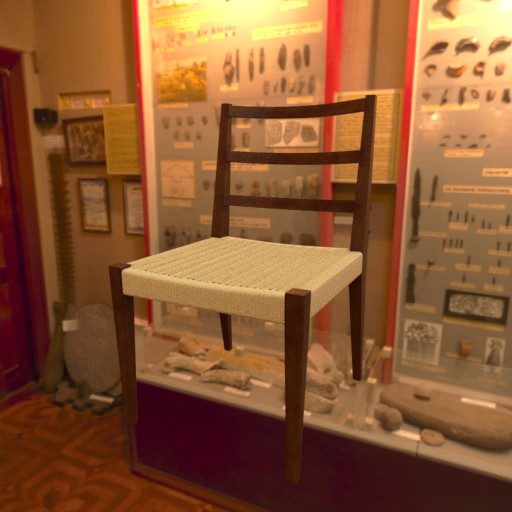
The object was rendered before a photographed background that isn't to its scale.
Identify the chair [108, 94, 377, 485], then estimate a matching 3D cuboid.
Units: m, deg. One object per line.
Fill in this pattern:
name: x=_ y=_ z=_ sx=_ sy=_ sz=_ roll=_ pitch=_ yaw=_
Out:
chair: x=0.000 y=0.000 z=1.146 sx=0.480 sy=0.813 sz=0.551 roll=7 pitch=15 yaw=27
